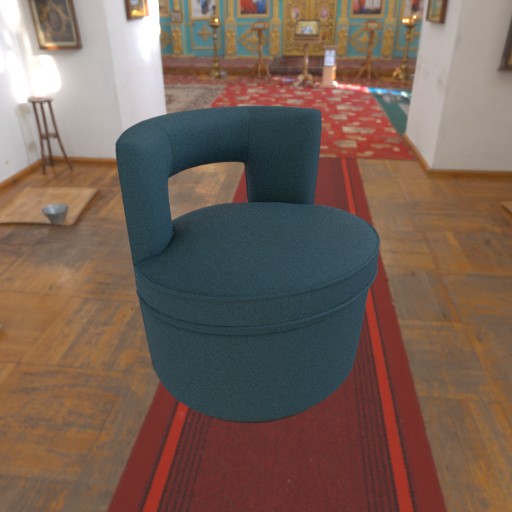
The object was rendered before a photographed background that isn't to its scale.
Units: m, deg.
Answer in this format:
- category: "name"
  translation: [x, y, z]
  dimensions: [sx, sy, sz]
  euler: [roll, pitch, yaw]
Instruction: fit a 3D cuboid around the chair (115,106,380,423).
- category: "chair"
  translation: [0.000, 0.000, 1.251]
  dimensions: [0.684, 0.711, 0.660]
  euler: [-21, 35, -33]
